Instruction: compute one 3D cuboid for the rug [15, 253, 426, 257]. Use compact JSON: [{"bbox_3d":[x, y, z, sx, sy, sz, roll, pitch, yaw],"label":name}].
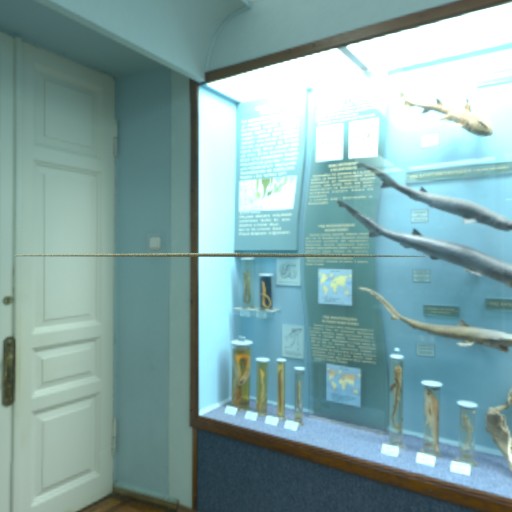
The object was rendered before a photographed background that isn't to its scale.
[{"bbox_3d":[0.000,0.000,2.163,1.143,0.006,1.747,0,0,36],"label":"rug"}]
